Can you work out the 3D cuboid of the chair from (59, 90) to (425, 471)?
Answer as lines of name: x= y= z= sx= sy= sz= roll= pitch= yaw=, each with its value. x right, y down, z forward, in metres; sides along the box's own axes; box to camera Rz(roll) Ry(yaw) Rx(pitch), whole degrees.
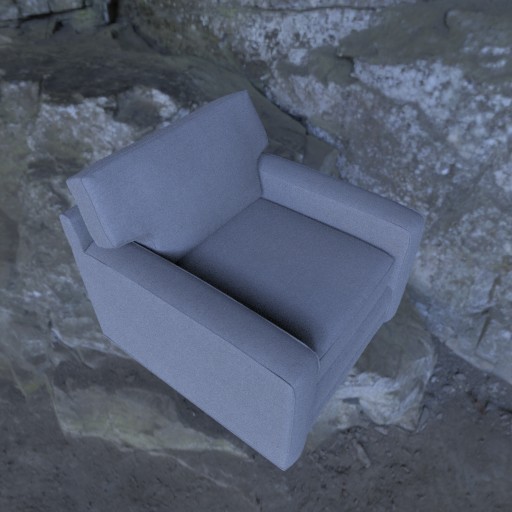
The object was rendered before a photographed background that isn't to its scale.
chair: x=0.000 y=0.000 z=1.832 sx=1.044 sy=0.934 sz=0.999 roll=27 pitch=49 yaw=26
